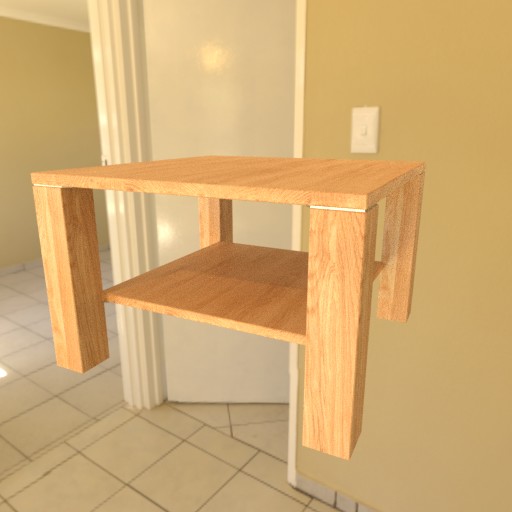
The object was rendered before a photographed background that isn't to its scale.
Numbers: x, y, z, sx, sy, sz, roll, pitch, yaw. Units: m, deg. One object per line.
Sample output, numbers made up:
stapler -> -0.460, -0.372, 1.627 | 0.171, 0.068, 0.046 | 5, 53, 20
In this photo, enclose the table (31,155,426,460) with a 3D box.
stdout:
table -> 0.000, 0.000, 1.133 | 0.700, 0.450, 0.700 | 8, 18, 25
